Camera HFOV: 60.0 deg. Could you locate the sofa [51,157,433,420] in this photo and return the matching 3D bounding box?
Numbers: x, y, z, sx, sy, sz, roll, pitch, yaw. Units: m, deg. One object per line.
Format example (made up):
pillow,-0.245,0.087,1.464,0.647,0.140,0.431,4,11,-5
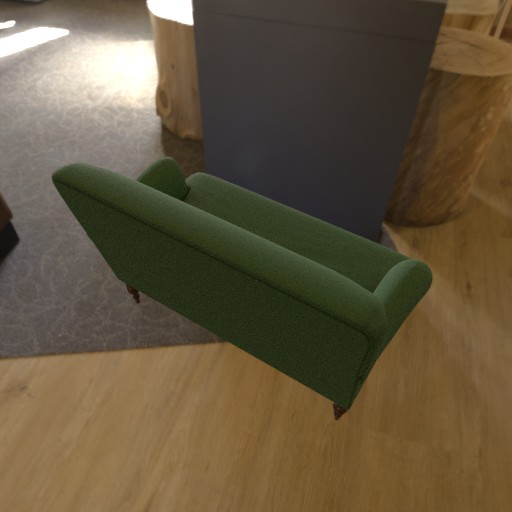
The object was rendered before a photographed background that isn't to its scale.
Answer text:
sofa,0.000,0.000,1.804,1.297,0.889,0.779,25,53,21
